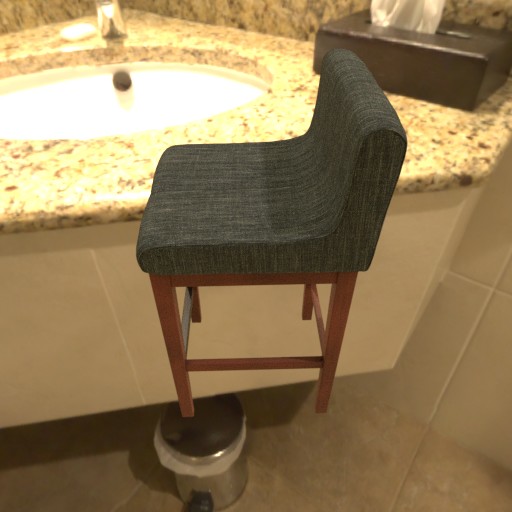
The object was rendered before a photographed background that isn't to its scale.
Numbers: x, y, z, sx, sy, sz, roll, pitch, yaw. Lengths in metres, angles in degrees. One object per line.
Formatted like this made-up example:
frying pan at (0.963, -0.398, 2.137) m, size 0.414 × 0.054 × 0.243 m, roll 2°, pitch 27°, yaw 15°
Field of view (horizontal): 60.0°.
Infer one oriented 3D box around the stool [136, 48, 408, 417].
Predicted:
stool at (0.000, 0.000, 1.058) m, size 0.459 × 0.835 × 0.395 m, roll -1°, pitch 41°, yaw -1°
